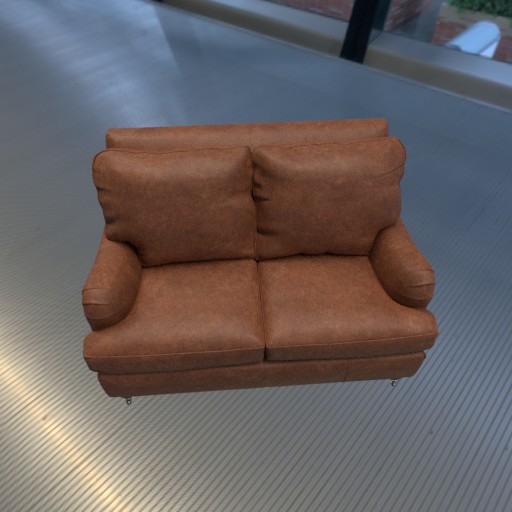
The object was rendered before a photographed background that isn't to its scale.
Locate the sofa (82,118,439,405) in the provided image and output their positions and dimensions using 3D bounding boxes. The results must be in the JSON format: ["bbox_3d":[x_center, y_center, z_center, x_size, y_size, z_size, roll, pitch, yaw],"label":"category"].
[{"bbox_3d":[0.000,0.000,2.181,1.527,1.004,1.077,-3,46,-3],"label":"sofa"}]
